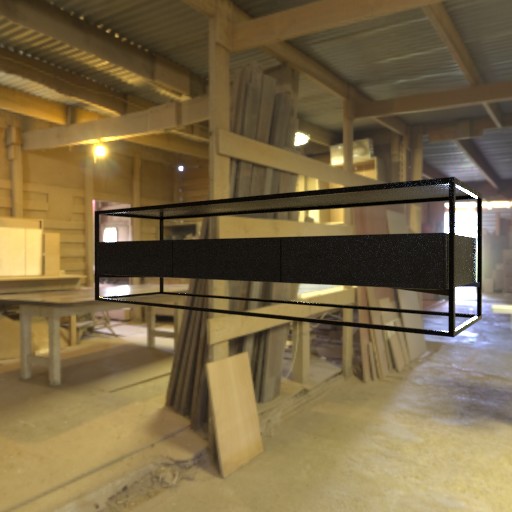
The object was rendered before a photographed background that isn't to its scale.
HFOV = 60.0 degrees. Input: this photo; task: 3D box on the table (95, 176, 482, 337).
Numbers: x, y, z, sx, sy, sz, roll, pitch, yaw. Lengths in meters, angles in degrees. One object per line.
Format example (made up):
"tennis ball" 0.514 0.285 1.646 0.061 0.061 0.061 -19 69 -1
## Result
"table" 0.000 0.000 1.684 1.486 0.395 0.399 0 0 36
